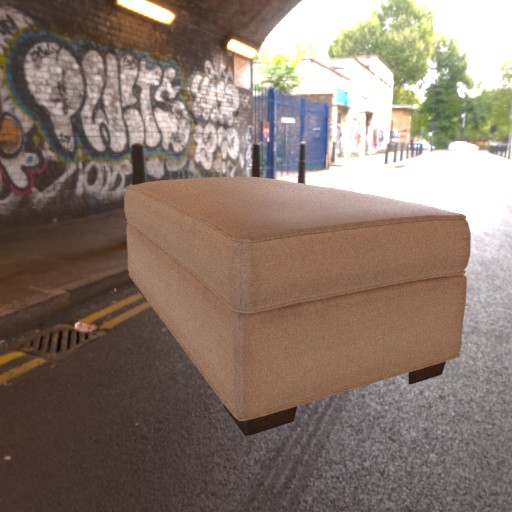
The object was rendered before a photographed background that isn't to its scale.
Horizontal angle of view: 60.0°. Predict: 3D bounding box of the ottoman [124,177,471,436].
[{"bbox_3d":[0.000,0.000,1.405,0.617,0.448,1.097,-7,16,-25],"label":"ottoman"}]
